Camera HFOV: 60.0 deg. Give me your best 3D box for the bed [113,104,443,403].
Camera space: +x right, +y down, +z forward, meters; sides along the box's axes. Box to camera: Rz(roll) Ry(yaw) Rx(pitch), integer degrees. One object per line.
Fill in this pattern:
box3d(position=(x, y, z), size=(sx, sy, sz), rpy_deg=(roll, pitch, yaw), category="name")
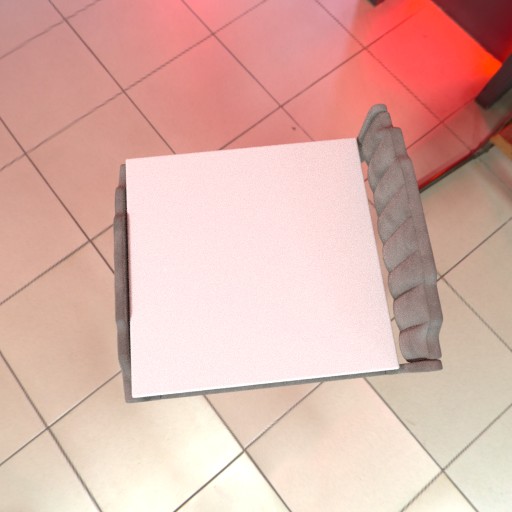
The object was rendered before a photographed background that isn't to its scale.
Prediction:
box3d(position=(0.000, 0.000, 3.603), size=(2.340, 1.245, 2.074), rpy_deg=(-6, 74, -2), category="bed")
